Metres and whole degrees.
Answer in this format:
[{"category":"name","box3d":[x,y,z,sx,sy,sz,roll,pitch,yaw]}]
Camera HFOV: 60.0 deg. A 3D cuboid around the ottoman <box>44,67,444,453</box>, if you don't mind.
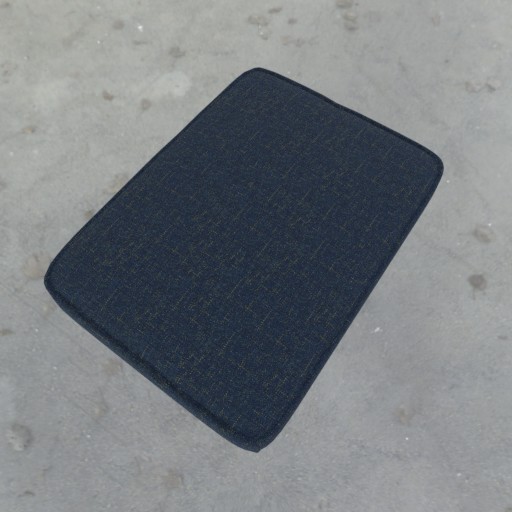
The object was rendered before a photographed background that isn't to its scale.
[{"category":"ottoman","box3d":[0.000,0.000,1.075,0.549,0.450,0.749,33,68,15]}]
